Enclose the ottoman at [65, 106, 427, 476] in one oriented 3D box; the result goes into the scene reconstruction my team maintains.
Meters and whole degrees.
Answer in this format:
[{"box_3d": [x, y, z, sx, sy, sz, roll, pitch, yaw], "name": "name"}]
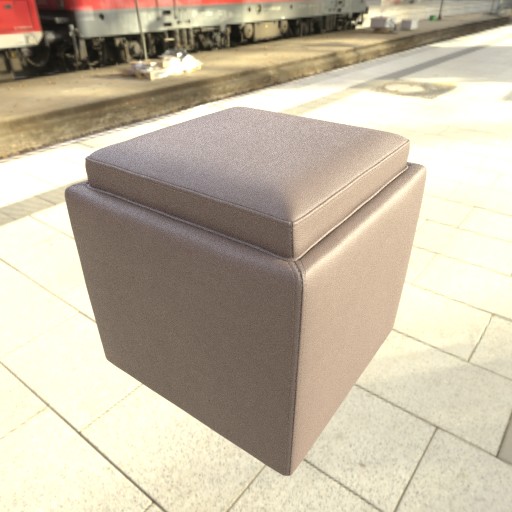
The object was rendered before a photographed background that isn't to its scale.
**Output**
[{"box_3d": [0.000, 0.000, 0.818, 0.450, 0.460, 0.451, 21, 37, 30], "name": "ottoman"}]
